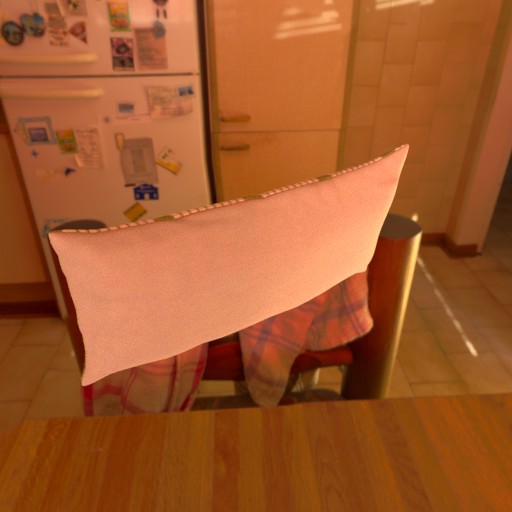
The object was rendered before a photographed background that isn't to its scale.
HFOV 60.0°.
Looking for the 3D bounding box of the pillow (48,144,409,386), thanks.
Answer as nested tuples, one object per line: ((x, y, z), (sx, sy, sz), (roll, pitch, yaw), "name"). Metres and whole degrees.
((0.000, 0.000, 0.735), (0.608, 0.292, 0.156), (-19, 35, -28), "pillow")
